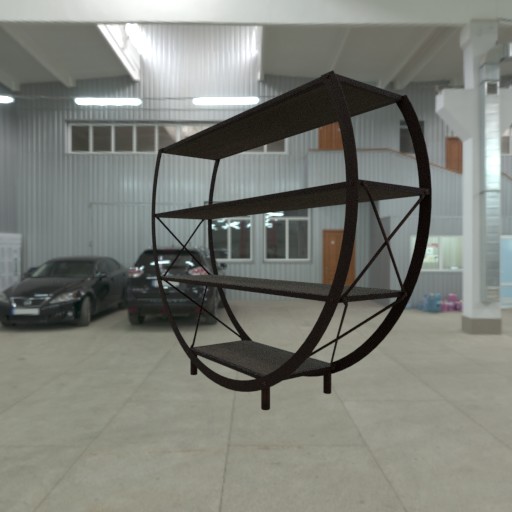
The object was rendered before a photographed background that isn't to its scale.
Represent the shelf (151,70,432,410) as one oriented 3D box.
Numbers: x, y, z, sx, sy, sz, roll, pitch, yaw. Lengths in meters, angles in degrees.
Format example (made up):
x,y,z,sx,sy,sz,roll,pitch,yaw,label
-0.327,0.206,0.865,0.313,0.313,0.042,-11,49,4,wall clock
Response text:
x,y,z,sx,sy,sz,roll,pitch,yaw,label
0.000,0.000,1.849,0.344,1.063,1.403,0,1,-36,shelf
